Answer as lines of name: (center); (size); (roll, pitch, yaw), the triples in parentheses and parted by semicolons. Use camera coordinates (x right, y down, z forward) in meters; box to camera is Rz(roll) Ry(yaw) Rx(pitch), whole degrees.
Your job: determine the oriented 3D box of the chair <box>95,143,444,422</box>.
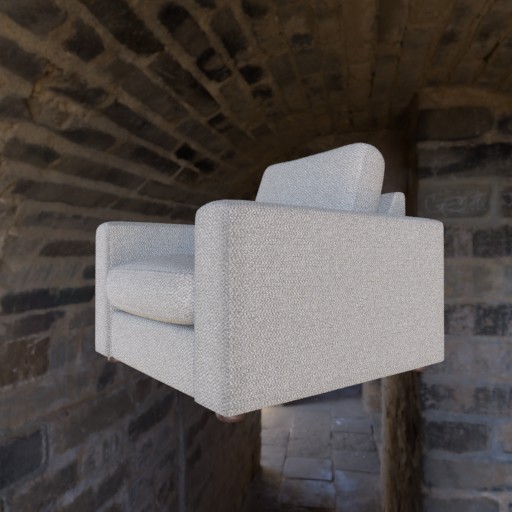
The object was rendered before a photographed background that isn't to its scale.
chair: (0.000, 0.000, 1.744); (1.016, 0.873, 1.005); (0, -1, -37)
